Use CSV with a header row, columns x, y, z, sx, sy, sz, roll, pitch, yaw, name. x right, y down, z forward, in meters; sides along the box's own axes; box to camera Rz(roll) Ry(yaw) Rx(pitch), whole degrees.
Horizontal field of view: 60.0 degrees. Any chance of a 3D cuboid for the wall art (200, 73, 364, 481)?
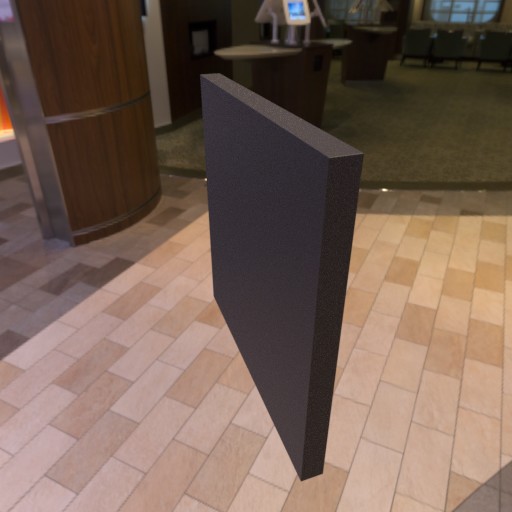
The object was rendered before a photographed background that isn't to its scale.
x,y,z,sx,sy,sz,roll,pitch,yaw,name
0.000,0.000,0.754,0.038,0.507,0.507,-10,32,-17,wall art
